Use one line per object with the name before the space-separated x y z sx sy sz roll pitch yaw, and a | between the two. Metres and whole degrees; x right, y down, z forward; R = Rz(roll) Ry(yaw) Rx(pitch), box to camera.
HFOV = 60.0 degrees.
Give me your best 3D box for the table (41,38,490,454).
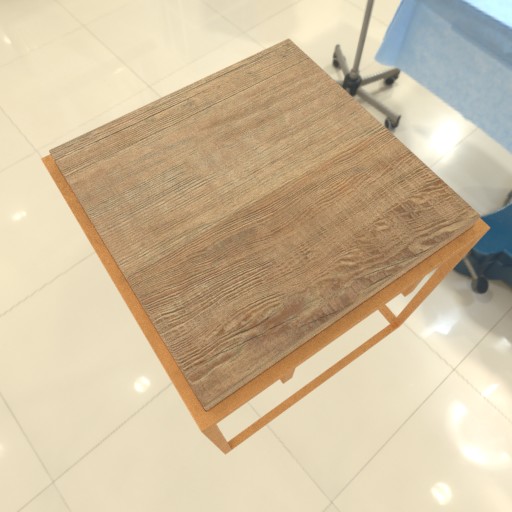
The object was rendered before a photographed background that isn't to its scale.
table | 0.000 0.000 1.055 0.599 0.584 0.599 -31 67 -15
